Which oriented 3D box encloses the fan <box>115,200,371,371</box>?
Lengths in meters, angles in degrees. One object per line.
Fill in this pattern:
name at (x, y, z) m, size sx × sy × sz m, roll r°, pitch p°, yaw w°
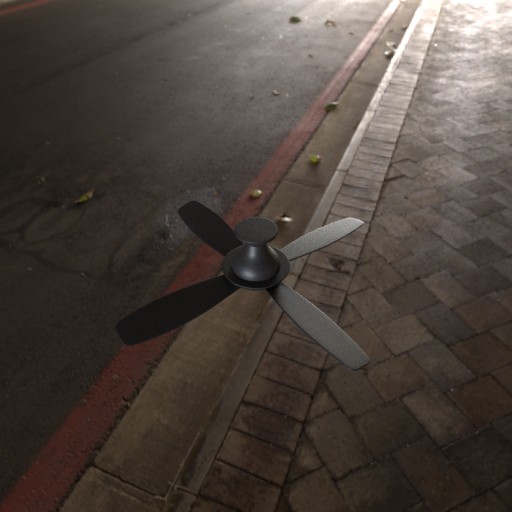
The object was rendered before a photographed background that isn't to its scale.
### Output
fan at (0.000, 0.000, 2.524) m, size 1.694 × 0.382 × 1.694 m, roll -25°, pitch 46°, yaw -27°
